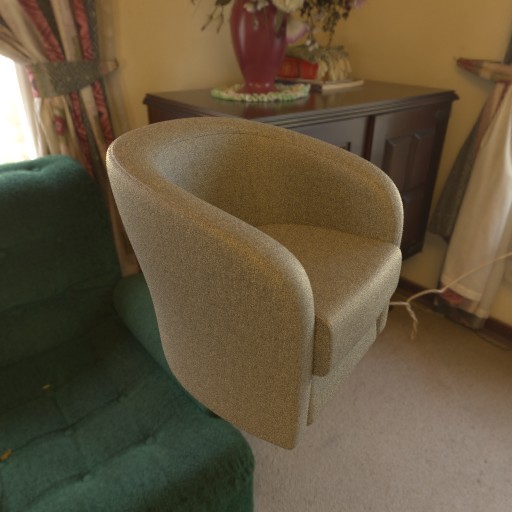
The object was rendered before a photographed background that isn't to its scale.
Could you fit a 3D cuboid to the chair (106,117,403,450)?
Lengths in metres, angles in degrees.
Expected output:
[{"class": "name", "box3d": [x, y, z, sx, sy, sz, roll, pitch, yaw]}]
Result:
[{"class": "chair", "box3d": [0.000, 0.000, 1.433, 0.815, 0.771, 0.791, 18, 32, 31]}]
